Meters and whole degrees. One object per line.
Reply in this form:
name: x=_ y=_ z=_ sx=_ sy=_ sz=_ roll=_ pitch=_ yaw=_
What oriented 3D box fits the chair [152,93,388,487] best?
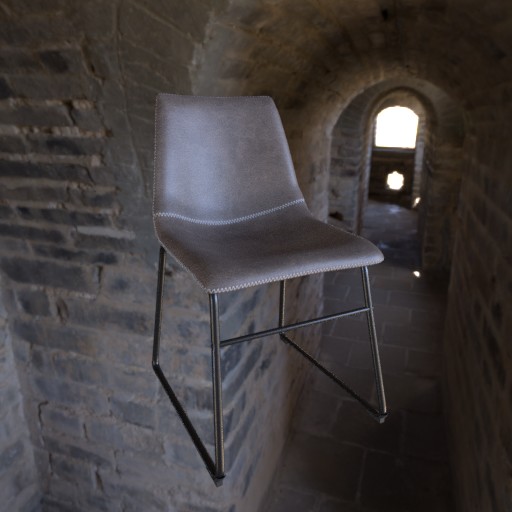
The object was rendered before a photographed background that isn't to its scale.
chair: x=0.000 y=0.000 z=1.110 sx=0.460 sy=0.780 sz=0.550 roll=-9 pitch=19 yaw=-26
